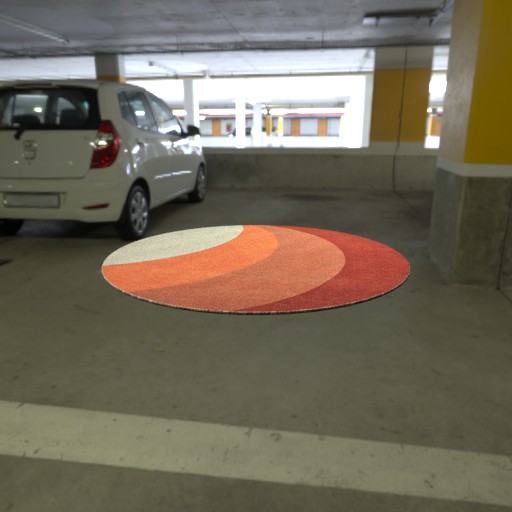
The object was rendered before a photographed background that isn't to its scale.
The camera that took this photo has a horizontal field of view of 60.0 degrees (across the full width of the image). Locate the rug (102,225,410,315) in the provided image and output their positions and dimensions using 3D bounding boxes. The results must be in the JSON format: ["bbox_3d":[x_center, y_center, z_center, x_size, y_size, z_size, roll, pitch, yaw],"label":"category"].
[{"bbox_3d":[0.000,0.000,2.292,1.514,0.015,1.514,0,16,0],"label":"rug"}]
